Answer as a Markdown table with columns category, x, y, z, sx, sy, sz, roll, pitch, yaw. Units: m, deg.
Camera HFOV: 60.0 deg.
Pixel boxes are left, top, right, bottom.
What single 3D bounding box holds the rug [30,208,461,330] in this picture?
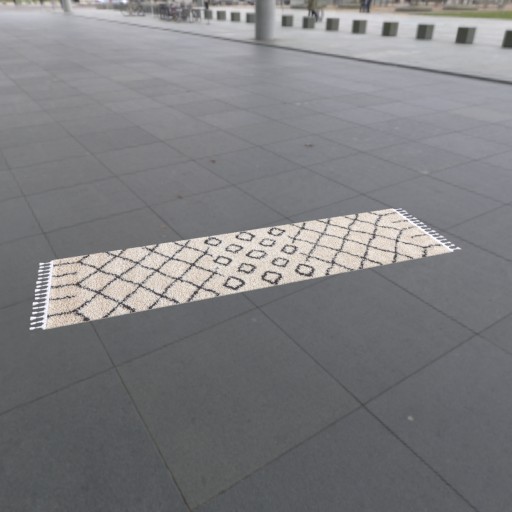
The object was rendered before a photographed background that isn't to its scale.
| category | x | y | z | sx | sy | sz | roll | pitch | yaw |
| --- | --- | --- | --- | --- | --- | --- | --- | --- | --- |
| rug | 0.000 | 0.000 | 2.670 | 2.464 | 0.005 | 0.660 | -10 | 32 | -16 |
